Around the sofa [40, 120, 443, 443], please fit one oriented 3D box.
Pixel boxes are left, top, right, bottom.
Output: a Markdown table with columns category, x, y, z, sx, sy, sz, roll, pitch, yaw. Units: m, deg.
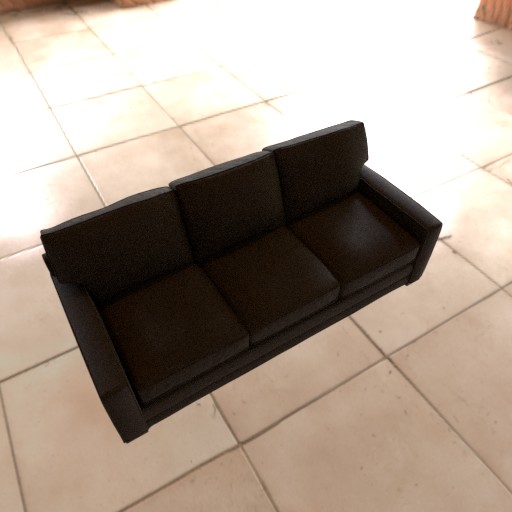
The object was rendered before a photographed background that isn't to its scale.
| category | x | y | z | sx | sy | sz | roll | pitch | yaw |
| --- | --- | --- | --- | --- | --- | --- | --- | --- | --- |
| sofa | 0.000 | 0.000 | 2.892 | 2.369 | 0.978 | 1.004 | -24 | 51 | -21 |
